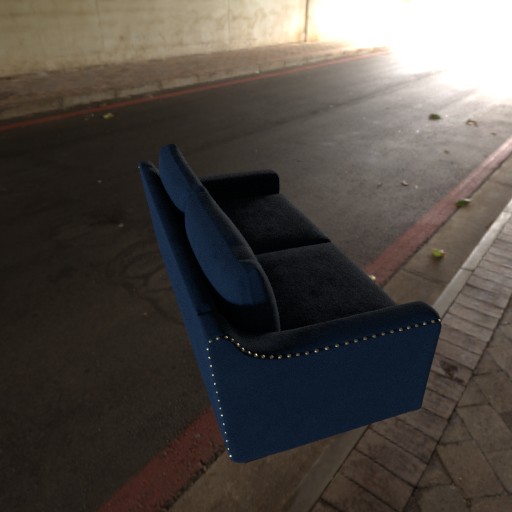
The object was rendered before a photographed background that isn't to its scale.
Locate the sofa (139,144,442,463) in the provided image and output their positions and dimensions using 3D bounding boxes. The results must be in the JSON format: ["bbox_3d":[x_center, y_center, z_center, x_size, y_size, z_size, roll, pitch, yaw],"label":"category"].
[{"bbox_3d":[0.000,0.000,2.728,1.104,0.983,2.107,-10,32,-17],"label":"sofa"}]
